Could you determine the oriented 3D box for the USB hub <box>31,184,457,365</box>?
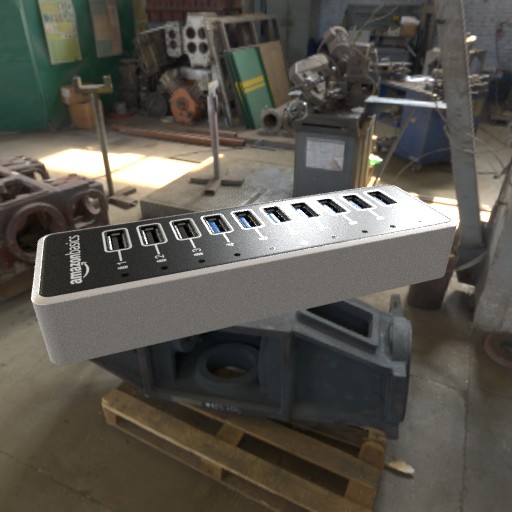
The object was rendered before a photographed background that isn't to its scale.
[{"bbox_3d":[0.000,0.000,0.163,0.145,0.023,0.044,-11,32,-17],"label":"USB hub"}]
